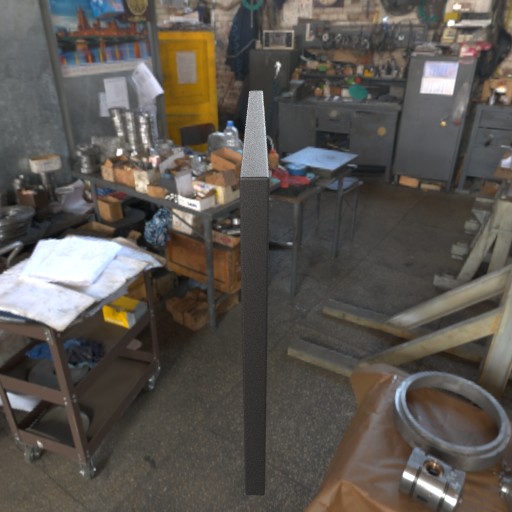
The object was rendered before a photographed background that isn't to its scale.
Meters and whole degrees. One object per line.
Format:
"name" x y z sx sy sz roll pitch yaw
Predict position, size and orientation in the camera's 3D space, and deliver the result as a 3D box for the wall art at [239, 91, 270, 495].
"wall art" 0.000 0.000 0.752 0.031 0.457 0.558 0 28 0
